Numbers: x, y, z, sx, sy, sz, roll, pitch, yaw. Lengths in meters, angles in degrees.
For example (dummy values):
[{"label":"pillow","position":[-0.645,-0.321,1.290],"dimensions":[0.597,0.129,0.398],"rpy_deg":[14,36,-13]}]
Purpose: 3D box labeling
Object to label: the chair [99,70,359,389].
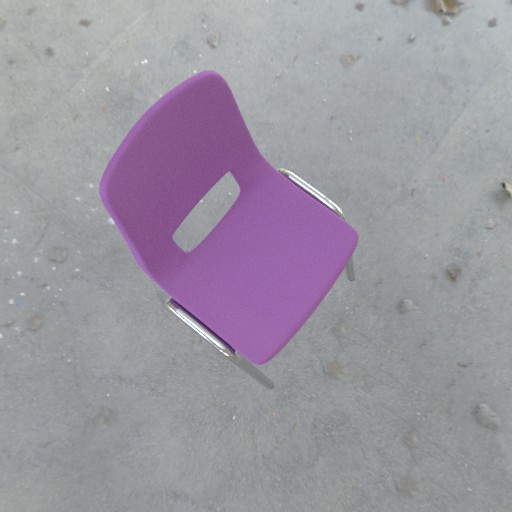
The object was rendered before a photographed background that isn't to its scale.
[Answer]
[{"label":"chair","position":[0.000,0.000,0.676],"dimensions":[0.301,0.493,0.291],"rpy_deg":[37,78,9]}]
